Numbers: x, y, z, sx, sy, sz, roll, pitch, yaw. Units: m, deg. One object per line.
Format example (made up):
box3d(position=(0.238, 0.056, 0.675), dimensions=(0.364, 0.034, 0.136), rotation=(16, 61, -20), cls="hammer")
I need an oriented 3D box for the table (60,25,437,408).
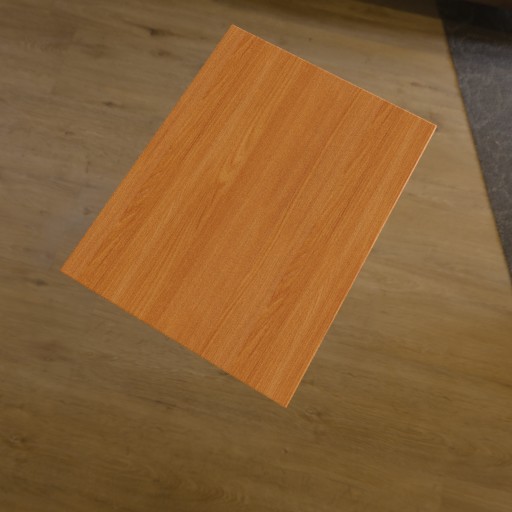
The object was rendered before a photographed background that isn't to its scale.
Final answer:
box3d(position=(0.000, 0.000, 0.746), dimensions=(0.270, 0.550, 0.350), rotation=(29, 78, 7), cls="table")
